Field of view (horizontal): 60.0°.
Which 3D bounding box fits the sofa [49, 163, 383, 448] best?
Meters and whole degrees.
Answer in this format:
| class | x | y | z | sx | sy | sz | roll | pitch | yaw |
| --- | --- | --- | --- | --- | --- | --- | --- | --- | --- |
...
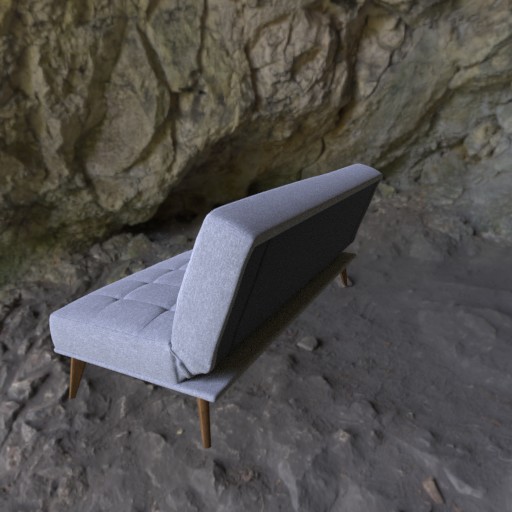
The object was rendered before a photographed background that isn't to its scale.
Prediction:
| class | x | y | z | sx | sy | sz | roll | pitch | yaw |
| --- | --- | --- | --- | --- | --- | --- | --- | --- | --- |
| sofa | 0.000 | 0.000 | 2.221 | 0.860 | 0.810 | 1.800 | 8 | 19 | 25 |
